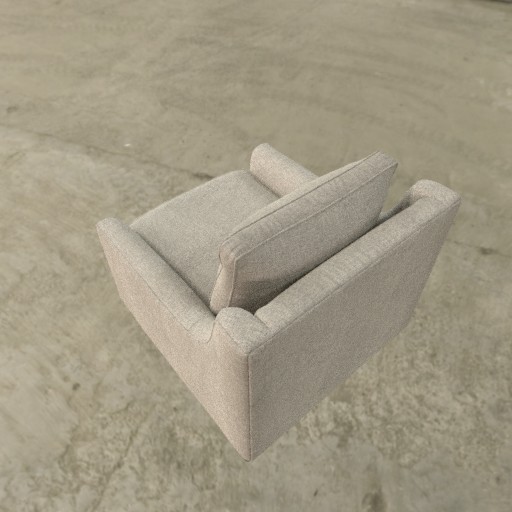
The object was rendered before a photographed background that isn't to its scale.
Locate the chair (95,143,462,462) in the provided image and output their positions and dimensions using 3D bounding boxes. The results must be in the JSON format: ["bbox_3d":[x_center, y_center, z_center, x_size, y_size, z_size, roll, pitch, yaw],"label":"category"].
[{"bbox_3d":[0.000,0.000,1.594,0.838,0.864,0.918,-31,54,-26],"label":"chair"}]
